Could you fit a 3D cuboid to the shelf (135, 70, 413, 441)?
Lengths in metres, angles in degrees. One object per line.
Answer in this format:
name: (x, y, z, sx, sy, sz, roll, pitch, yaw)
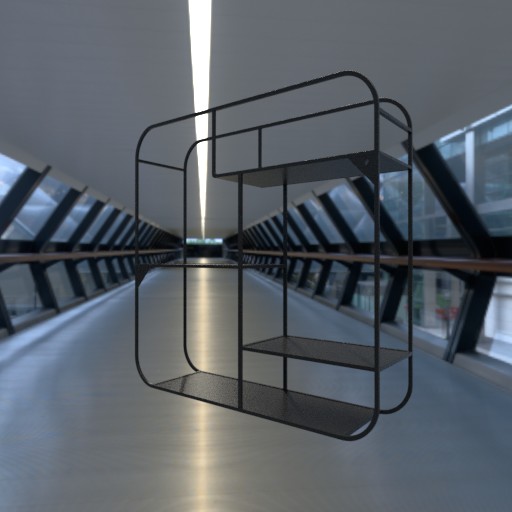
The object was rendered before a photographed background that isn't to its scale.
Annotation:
shelf: (0.000, 0.000, 0.929, 0.600, 0.600, 0.160, 0, 0, 38)
